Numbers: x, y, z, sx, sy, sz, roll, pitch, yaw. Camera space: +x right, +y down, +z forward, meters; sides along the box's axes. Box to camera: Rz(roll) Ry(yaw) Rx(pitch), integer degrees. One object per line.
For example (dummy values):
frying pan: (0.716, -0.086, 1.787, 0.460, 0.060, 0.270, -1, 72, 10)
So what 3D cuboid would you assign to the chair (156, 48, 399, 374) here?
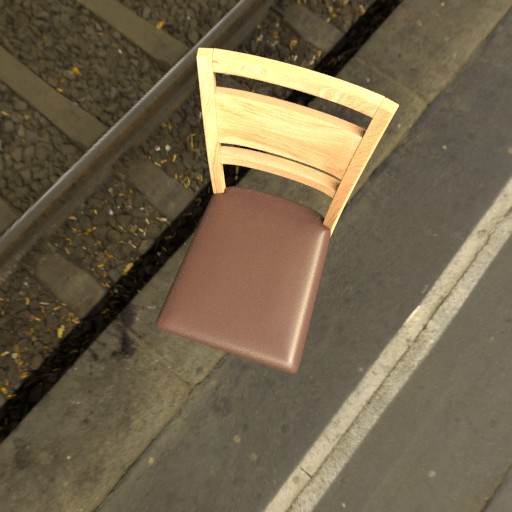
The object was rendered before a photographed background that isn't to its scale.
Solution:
chair: (0.000, 0.000, 1.234, 0.420, 0.940, 0.545, 18, 76, 5)
